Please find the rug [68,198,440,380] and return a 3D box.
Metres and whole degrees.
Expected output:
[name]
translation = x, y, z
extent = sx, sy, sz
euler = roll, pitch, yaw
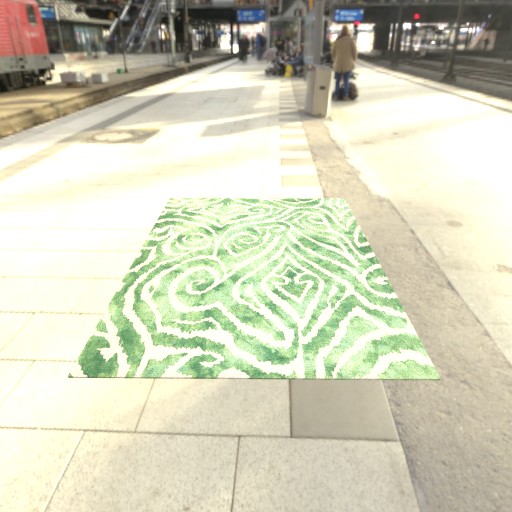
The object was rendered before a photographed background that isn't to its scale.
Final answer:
[rug]
translation = 0.000, 0.000, 2.267
extent = 1.220, 0.006, 1.826
euler = 0, 26, 0
